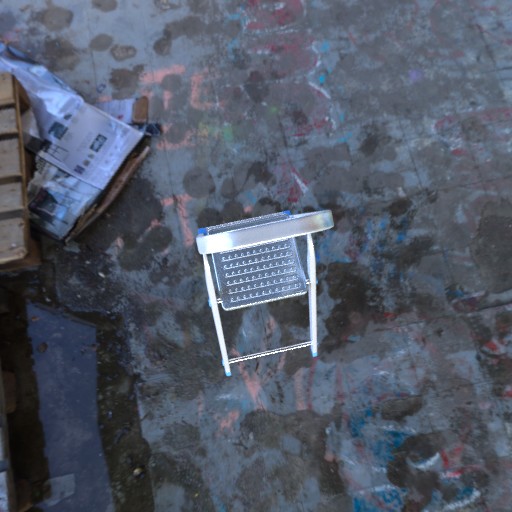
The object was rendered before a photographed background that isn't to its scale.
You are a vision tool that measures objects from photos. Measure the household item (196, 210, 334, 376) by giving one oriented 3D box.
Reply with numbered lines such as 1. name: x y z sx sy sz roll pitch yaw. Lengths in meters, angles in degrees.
1. household item: 0.000 0.000 1.492 0.420 1.215 0.687 -12 74 -3
